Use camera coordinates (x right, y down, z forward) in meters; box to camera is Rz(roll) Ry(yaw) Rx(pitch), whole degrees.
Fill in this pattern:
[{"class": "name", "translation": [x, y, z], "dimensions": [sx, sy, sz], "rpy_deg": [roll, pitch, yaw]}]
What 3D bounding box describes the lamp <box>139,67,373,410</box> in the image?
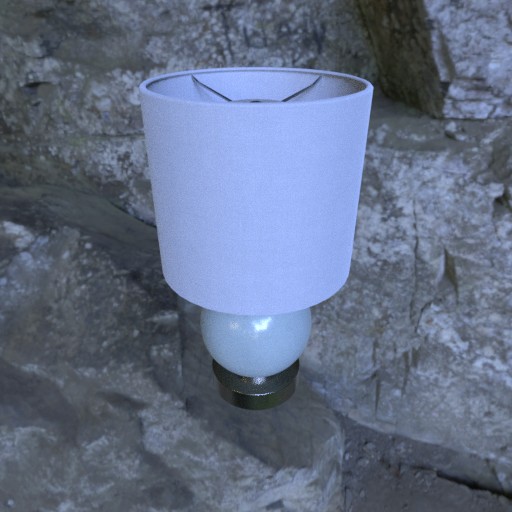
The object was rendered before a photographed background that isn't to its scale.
[{"class": "lamp", "translation": [0.000, 0.000, 0.476], "dimensions": [0.201, 0.353, 0.201], "rpy_deg": [9, 31, 16]}]
